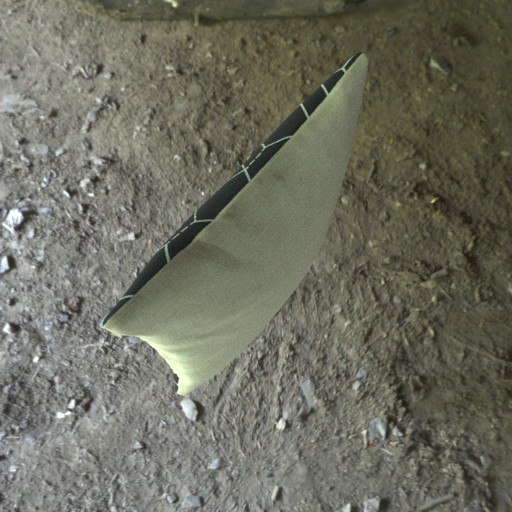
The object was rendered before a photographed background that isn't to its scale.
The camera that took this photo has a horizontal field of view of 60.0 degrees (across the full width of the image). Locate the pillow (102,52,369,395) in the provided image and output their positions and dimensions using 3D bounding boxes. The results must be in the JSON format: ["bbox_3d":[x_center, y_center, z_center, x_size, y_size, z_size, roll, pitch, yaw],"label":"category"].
[{"bbox_3d":[0.000,0.000,0.778,0.158,0.508,0.517,35,69,15],"label":"pillow"}]
